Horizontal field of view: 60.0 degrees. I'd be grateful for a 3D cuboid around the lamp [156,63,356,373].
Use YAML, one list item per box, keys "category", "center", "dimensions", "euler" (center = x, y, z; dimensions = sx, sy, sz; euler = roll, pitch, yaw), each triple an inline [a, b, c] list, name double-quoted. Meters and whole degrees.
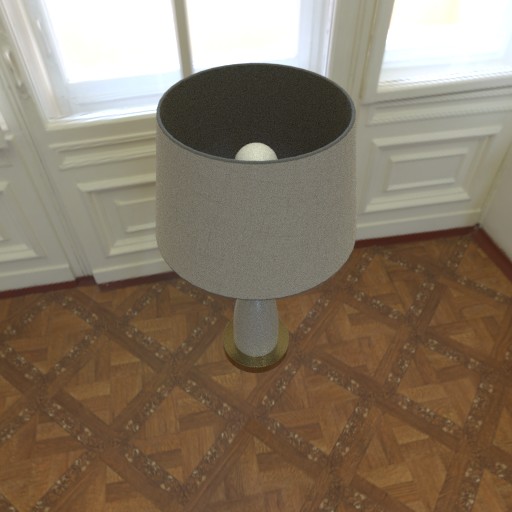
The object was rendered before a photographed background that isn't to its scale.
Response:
- category: "lamp"
  center: [0.000, 0.000, 0.746]
  dimensions: [0.309, 0.545, 0.309]
  euler: [0, 47, 0]
